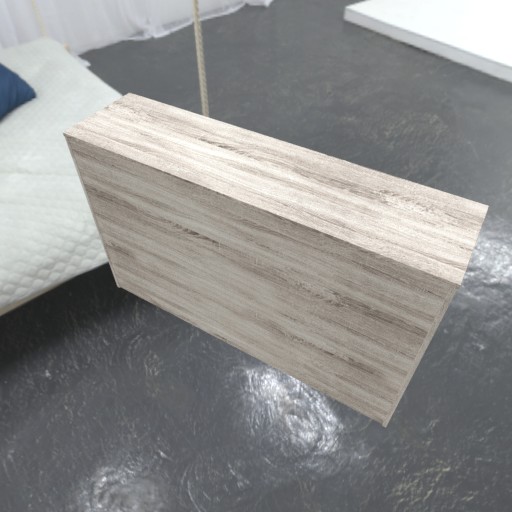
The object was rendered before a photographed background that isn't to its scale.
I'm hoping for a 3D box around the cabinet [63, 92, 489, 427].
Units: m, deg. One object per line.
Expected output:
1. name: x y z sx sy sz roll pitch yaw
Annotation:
1. cabinet: 0.000 0.000 1.833 1.450 0.900 0.380 23 51 21
